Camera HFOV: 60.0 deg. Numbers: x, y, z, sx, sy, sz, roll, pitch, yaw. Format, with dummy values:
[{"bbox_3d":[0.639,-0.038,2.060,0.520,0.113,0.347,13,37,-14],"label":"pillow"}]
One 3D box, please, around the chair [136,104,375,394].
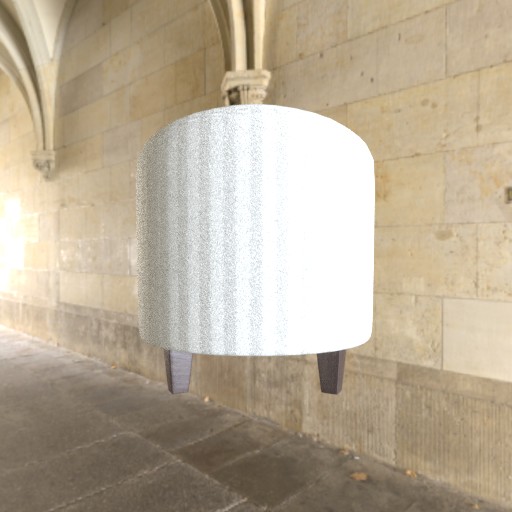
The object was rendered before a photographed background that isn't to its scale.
[{"bbox_3d":[0.000,0.000,1.721,0.756,0.757,1.288,0,0,0],"label":"chair"}]
